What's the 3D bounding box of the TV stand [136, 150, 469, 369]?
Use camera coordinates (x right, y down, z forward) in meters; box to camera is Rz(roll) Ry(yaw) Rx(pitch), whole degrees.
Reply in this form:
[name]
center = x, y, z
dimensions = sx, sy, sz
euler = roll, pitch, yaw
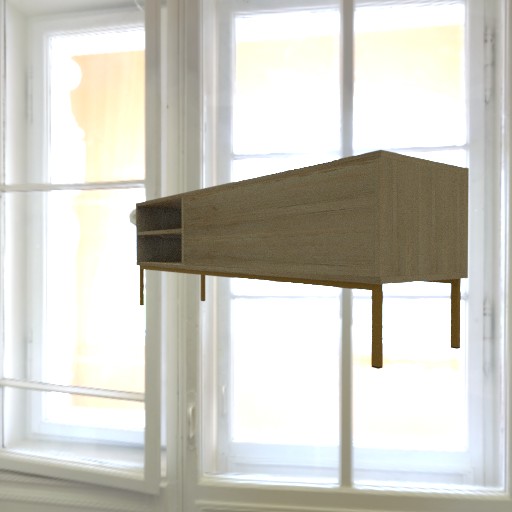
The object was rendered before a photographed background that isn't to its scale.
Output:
[TV stand]
center = 0.000, 0.000, 1.867
dimensions = 0.420, 0.550, 1.600
euler = -1, 1, -37
